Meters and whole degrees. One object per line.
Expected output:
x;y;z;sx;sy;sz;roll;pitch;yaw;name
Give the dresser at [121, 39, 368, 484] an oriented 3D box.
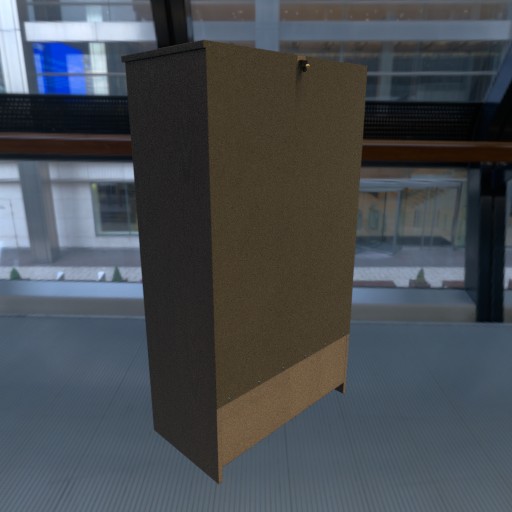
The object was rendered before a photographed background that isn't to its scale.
0.000;0.000;1.549;0.418;1.254;0.704;16;23;42;dresser
